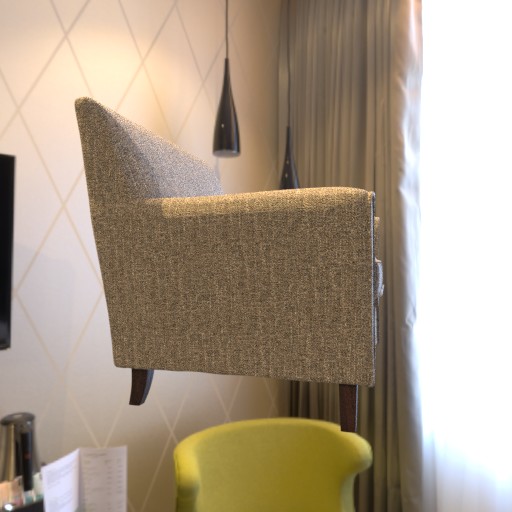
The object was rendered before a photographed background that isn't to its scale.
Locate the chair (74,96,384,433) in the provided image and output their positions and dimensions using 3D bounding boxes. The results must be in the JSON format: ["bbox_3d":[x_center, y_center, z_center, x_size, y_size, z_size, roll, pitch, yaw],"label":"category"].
[{"bbox_3d":[0.000,0.000,1.578,0.873,0.928,0.864,0,-1,17],"label":"chair"}]
